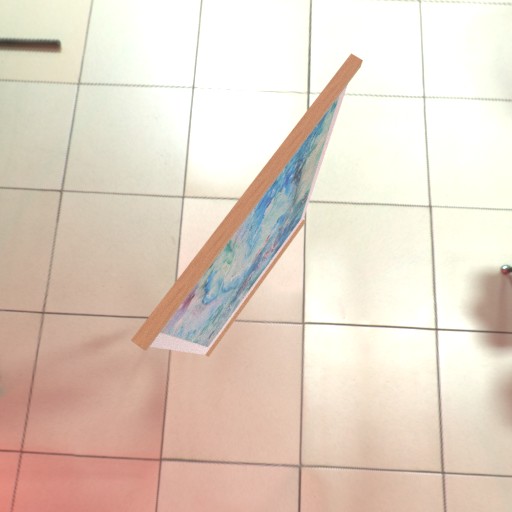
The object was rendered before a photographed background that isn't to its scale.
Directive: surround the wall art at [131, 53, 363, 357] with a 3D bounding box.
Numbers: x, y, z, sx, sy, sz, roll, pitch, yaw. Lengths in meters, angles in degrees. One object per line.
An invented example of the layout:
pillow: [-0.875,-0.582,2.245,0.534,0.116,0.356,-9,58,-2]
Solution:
wall art: [0.000,0.000,1.904,0.040,1.510,0.991,35,79,8]
